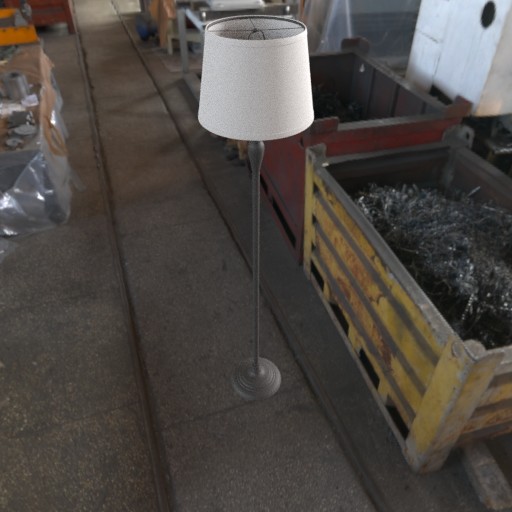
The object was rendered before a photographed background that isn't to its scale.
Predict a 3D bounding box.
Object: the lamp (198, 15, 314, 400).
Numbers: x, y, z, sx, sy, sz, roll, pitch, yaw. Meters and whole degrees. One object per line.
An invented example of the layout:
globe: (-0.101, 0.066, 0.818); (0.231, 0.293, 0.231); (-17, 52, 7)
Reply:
lamp: (0.000, 0.000, 1.598); (0.327, 1.506, 0.327); (26, 47, 27)
